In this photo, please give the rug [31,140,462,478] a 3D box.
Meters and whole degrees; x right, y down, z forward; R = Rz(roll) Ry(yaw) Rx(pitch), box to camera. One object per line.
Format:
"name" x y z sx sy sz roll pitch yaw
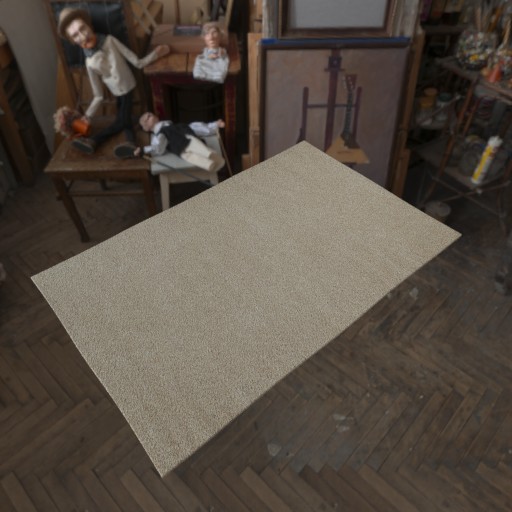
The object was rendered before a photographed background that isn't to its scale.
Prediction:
"rug" 0.000 0.000 2.849 2.346 0.025 1.500 -32 54 -26
